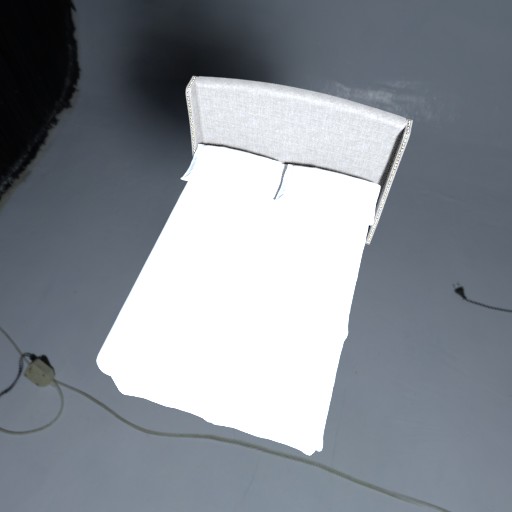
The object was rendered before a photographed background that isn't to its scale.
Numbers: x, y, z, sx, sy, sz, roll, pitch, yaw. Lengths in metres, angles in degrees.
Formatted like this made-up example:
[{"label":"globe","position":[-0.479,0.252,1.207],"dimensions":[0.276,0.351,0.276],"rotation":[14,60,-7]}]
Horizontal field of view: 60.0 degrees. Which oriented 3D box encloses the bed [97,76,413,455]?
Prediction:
[{"label":"bed","position":[0.000,0.000,3.328],"dimensions":[1.710,1.407,2.237],"rotation":[15,59,9]}]
